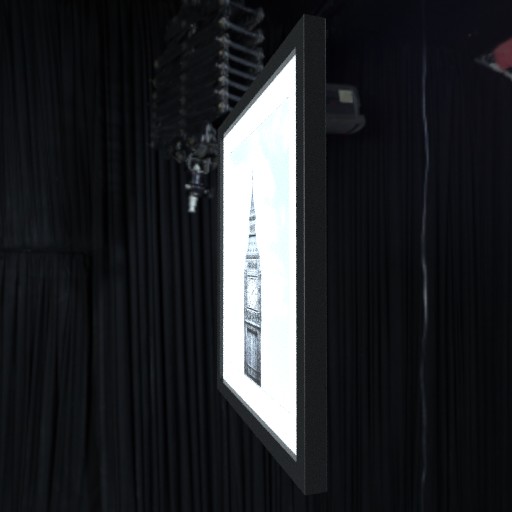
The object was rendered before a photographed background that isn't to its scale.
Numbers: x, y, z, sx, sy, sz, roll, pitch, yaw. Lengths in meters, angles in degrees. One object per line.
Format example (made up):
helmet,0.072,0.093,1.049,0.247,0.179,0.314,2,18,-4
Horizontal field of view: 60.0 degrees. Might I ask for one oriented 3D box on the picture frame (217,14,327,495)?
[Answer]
picture frame,0.000,0.000,0.736,0.028,0.556,0.460,0,-1,-18
